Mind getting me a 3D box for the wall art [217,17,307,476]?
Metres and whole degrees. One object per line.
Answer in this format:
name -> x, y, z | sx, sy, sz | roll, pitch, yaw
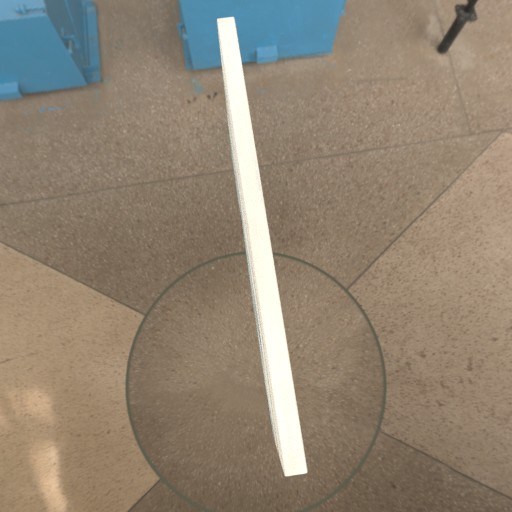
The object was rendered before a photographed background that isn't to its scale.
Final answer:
wall art -> 0.000, 0.000, 1.133 | 0.039, 0.609, 0.914 | -8, 75, -2
